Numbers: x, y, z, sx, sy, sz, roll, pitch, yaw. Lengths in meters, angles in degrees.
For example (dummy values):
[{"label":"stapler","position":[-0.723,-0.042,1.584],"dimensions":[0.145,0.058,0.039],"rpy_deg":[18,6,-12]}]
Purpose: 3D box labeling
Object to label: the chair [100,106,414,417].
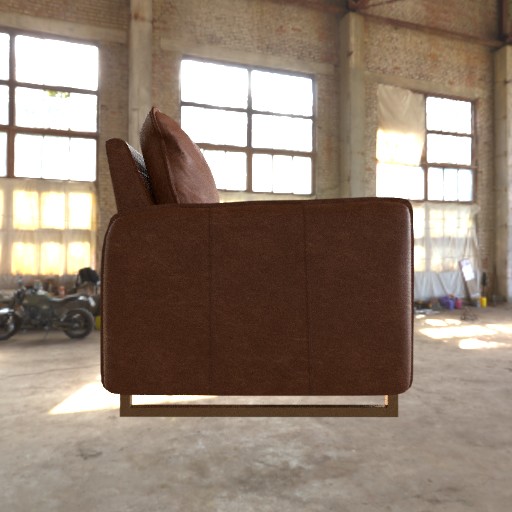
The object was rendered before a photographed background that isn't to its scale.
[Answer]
[{"label":"chair","position":[0.000,0.000,1.621],"dimensions":[0.922,0.922,0.830],"rpy_deg":[0,0,0]}]
